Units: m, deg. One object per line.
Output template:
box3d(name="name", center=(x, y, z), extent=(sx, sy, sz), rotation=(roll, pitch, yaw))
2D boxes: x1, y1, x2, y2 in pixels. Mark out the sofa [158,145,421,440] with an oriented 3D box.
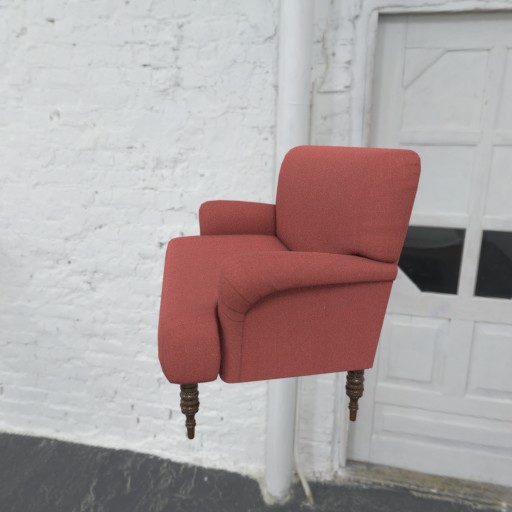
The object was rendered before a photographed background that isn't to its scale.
box3d(name="sofa", center=(0.000, 0.000, 1.856), extent=(0.779, 0.889, 1.297), rotation=(-2, 15, -9))
